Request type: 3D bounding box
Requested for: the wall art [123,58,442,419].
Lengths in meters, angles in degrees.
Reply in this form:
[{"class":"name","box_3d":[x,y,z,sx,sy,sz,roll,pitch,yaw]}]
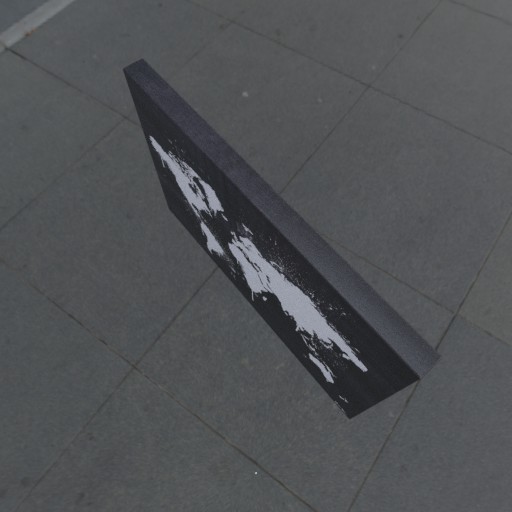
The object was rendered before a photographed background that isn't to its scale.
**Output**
[{"class":"wall art","box_3d":[0.000,0.000,0.771,0.038,0.409,0.610,-36,69,-16]}]
